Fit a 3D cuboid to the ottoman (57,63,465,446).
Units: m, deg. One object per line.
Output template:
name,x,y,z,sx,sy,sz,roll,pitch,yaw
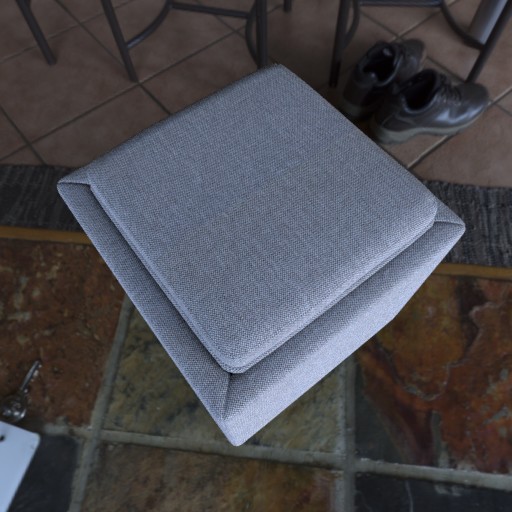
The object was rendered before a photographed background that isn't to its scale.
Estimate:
ottoman,0.000,0.000,0.815,0.450,0.460,0.450,-35,68,-16
